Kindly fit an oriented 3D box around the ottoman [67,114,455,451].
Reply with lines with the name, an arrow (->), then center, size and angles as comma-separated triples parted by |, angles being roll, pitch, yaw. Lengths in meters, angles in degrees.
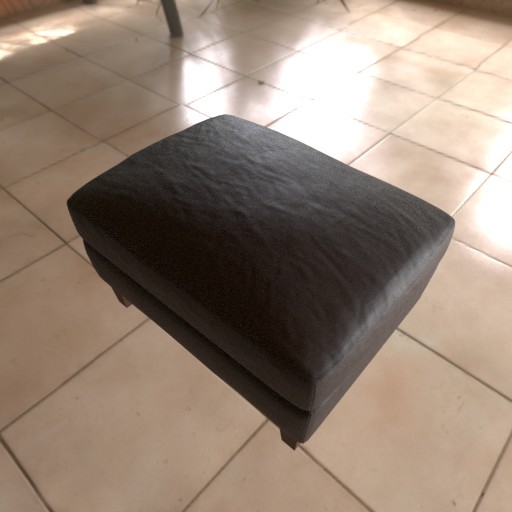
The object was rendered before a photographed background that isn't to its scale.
ottoman -> 0.000, 0.000, 1.307 | 0.887, 0.529, 0.659 | 32, 54, 27
